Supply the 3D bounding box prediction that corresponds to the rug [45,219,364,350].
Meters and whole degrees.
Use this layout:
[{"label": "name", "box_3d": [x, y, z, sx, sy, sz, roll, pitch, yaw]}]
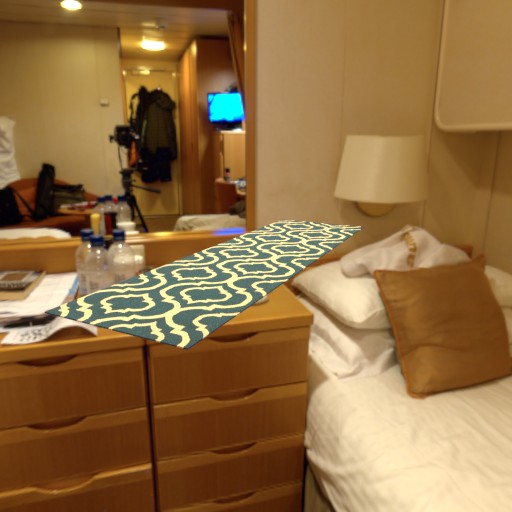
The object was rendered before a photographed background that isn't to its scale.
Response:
[{"label": "rug", "box_3d": [0.000, 0.000, 2.576, 0.685, 0.006, 2.296, 8, 17, 26]}]
